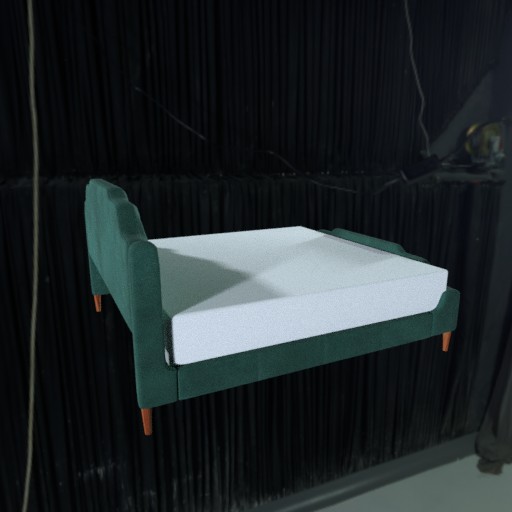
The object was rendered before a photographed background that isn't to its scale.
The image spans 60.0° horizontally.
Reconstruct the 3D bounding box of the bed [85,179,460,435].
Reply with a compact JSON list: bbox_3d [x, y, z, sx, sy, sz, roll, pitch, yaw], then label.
[{"bbox_3d":[0.000,0.000,3.558,2.340,1.245,2.074,-7,15,-25],"label":"bed"}]
